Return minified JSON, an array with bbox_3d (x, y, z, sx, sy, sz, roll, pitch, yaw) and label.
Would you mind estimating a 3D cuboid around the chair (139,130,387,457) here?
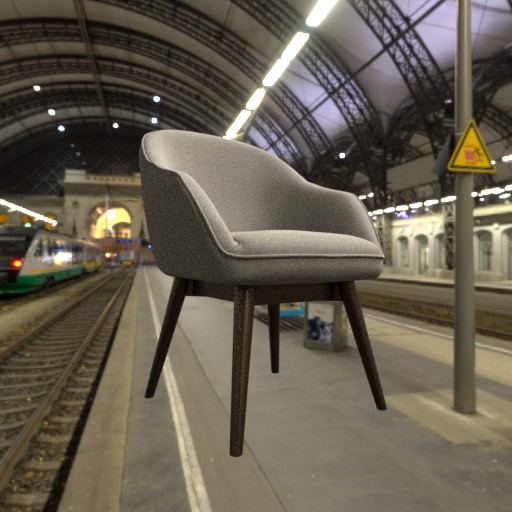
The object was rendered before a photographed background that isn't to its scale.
[{"bbox_3d":[0.000,0.000,1.243,0.589,0.810,0.611,0,0,-36],"label":"chair"}]
